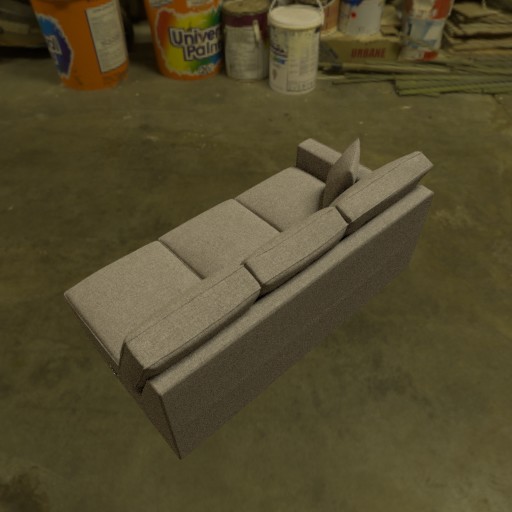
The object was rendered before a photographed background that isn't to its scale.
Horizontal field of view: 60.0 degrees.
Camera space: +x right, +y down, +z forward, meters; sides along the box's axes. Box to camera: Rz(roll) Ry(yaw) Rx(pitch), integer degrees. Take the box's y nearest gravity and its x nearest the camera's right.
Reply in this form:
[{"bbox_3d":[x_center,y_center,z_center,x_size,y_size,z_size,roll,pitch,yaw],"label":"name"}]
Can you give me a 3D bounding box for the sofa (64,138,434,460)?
[{"bbox_3d":[0.000,0.000,2.602,1.963,0.946,1.034,-33,55,-28],"label":"sofa"}]
